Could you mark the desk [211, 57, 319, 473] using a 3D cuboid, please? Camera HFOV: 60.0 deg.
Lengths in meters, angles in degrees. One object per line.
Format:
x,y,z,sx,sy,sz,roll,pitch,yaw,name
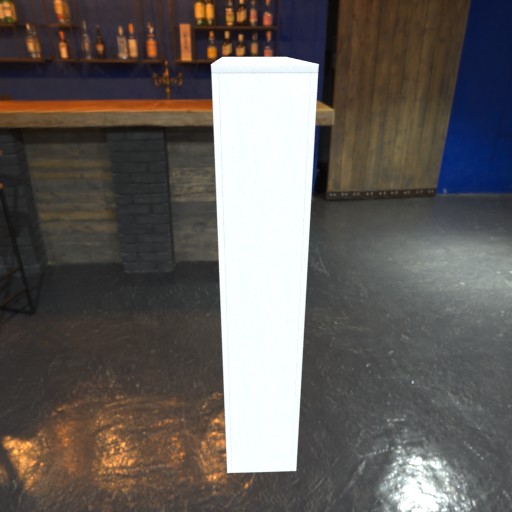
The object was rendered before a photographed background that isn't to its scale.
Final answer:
0.000,0.000,1.581,0.250,1.280,0.750,-1,25,-2,desk
